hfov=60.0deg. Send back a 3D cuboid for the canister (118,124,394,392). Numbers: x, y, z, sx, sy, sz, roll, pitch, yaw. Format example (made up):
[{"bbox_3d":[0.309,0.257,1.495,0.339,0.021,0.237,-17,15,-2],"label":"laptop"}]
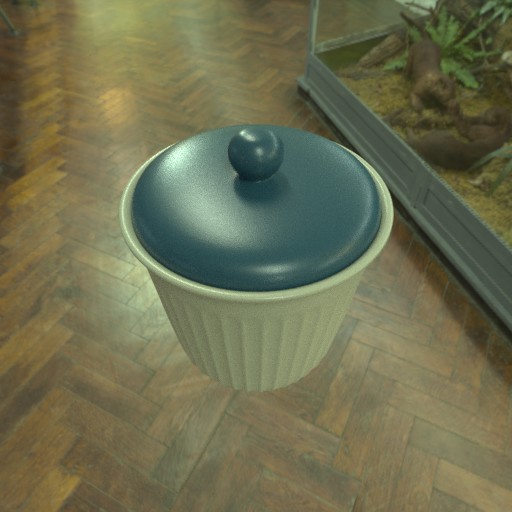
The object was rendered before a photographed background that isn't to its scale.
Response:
[{"bbox_3d":[0.000,0.000,0.339,0.181,0.211,0.181,0,45,0],"label":"canister"}]
